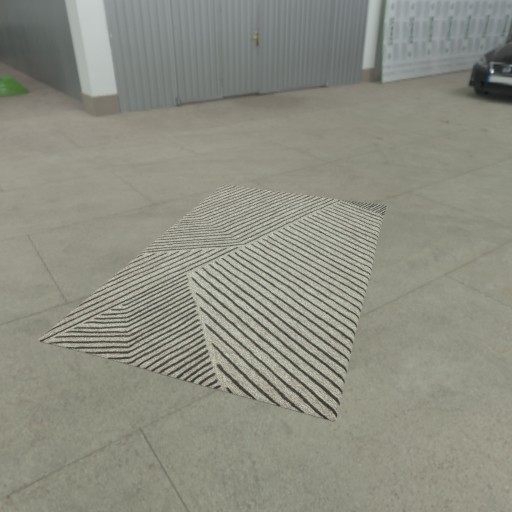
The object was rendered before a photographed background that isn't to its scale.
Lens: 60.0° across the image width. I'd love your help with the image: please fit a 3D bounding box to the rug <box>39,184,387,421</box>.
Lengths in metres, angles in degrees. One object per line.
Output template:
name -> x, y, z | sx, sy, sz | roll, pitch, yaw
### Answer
rug -> 0.000, 0.000, 3.037 | 1.539, 0.023, 2.406 | 10, 31, 17
